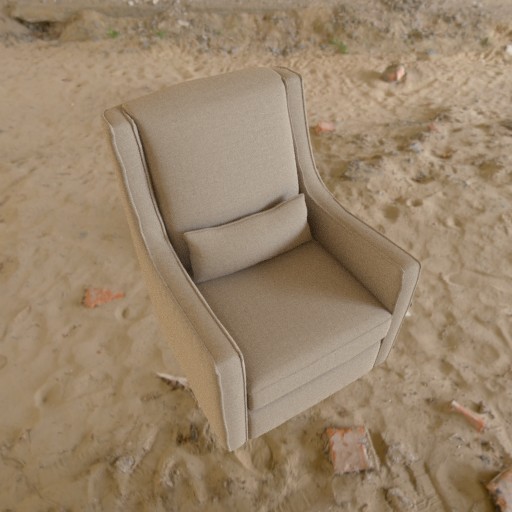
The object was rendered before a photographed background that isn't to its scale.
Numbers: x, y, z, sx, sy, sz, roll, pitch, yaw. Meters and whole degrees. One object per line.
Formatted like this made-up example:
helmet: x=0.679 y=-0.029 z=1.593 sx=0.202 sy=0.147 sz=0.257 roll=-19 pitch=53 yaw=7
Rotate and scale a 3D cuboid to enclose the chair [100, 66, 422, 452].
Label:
chair: x=0.000 y=0.000 z=1.581 sx=0.732 sy=0.993 sz=0.879 roll=-23 pitch=51 yaw=-20
